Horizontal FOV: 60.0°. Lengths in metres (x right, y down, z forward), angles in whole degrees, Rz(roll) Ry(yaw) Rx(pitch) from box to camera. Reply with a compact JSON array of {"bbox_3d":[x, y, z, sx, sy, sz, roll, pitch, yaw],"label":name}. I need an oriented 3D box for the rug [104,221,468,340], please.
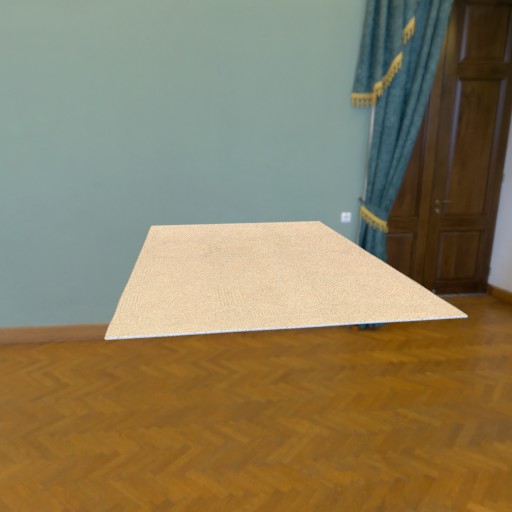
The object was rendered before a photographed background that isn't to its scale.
[{"bbox_3d":[0.000,0.000,2.340,1.236,0.009,1.839,-2,15,-8],"label":"rug"}]
